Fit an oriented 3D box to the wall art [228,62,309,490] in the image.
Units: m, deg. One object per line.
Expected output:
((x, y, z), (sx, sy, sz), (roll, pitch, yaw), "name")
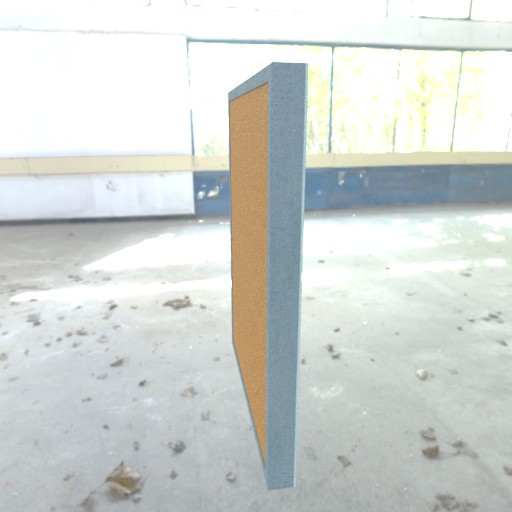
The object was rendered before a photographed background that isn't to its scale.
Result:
((0.000, 0.000, 0.694), (0.037, 0.509, 0.409), (-3, 17, -9), "wall art")
